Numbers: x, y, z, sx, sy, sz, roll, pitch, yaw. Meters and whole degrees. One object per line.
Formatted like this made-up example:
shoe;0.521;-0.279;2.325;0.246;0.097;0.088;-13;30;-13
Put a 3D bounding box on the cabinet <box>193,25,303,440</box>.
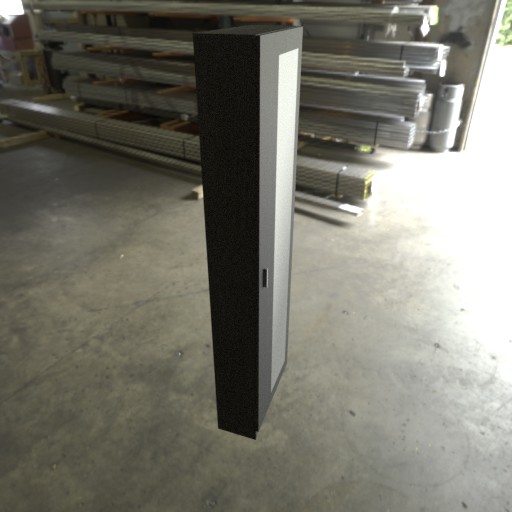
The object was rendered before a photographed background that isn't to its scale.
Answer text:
cabinet;0.000;0.000;1.962;0.230;1.790;0.500;10;32;17
